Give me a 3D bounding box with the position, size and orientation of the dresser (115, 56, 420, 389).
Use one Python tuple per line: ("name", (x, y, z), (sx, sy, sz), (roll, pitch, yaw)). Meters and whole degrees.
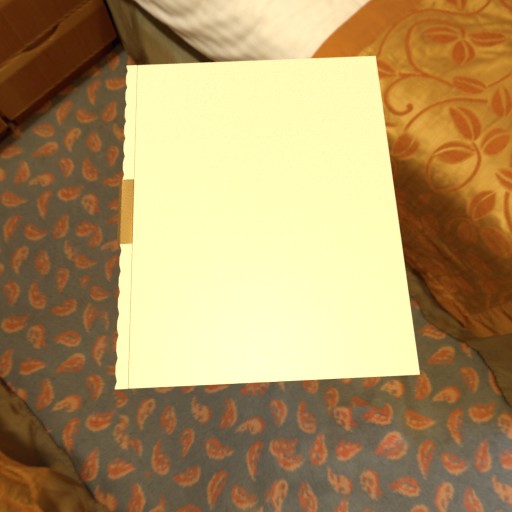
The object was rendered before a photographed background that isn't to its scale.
("dresser", (0.000, 0.000, 0.927), (0.414, 0.568, 0.503), (-3, 75, -1))
